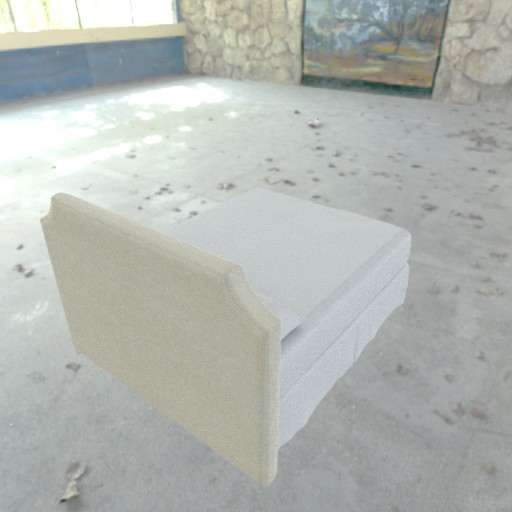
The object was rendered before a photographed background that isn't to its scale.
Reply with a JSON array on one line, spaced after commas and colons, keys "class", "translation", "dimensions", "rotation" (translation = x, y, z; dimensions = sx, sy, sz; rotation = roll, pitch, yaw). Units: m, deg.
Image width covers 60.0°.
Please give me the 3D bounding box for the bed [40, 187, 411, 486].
[{"class": "bed", "translation": [0.000, 0.000, 3.258], "dimensions": [1.828, 1.297, 2.164], "rotation": [21, 36, 32]}]
